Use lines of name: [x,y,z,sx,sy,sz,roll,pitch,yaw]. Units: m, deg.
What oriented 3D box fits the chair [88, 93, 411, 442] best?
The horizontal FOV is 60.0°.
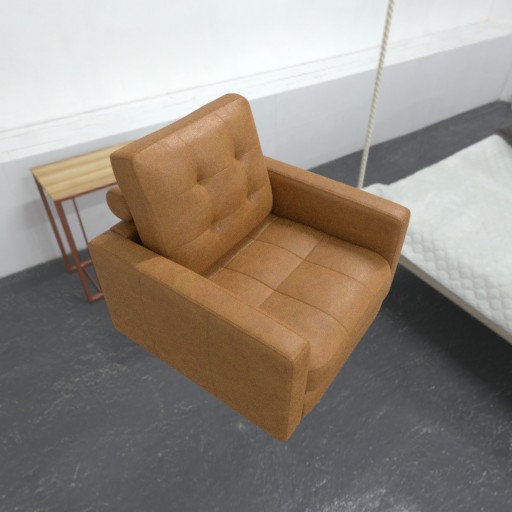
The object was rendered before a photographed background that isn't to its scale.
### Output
chair: [0.000,0.000,1.598,0.868,0.896,0.831,26,48,26]
